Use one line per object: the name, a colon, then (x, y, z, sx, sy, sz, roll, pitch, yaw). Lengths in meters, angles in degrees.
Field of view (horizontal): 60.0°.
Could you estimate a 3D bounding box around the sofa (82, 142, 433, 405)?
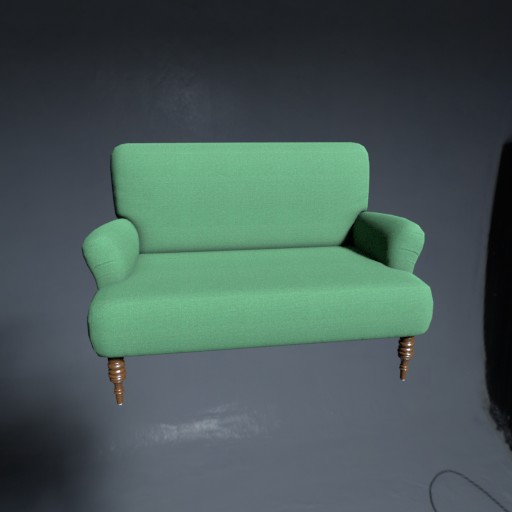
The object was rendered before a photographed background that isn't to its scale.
sofa: (0.000, 0.000, 1.836, 1.297, 0.889, 0.779, -2, 16, -8)
